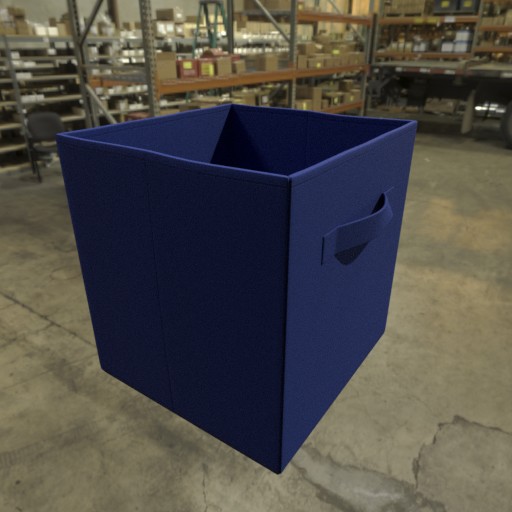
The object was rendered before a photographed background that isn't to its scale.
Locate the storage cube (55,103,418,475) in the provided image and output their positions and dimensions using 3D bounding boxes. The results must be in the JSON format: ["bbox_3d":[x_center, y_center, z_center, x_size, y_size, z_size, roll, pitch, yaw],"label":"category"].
[{"bbox_3d":[0.000,0.000,0.495,0.270,0.280,0.270,17,31,31],"label":"storage cube"}]
